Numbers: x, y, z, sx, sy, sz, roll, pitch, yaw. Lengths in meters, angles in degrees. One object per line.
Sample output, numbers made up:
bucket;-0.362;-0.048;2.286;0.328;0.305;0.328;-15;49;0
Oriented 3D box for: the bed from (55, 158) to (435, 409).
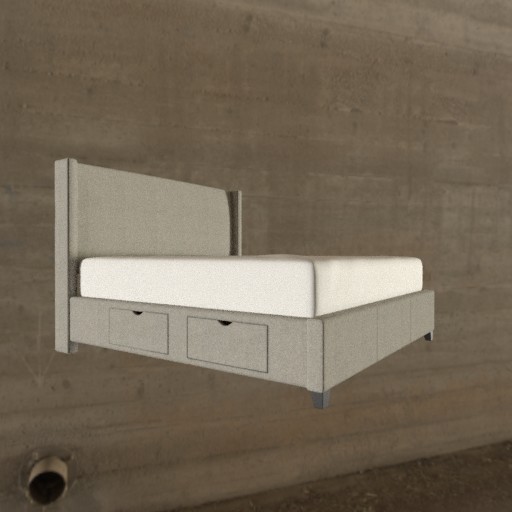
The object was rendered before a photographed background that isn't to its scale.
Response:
bed;0.000;0.000;3.611;2.280;1.470;2.140;0;0;35
